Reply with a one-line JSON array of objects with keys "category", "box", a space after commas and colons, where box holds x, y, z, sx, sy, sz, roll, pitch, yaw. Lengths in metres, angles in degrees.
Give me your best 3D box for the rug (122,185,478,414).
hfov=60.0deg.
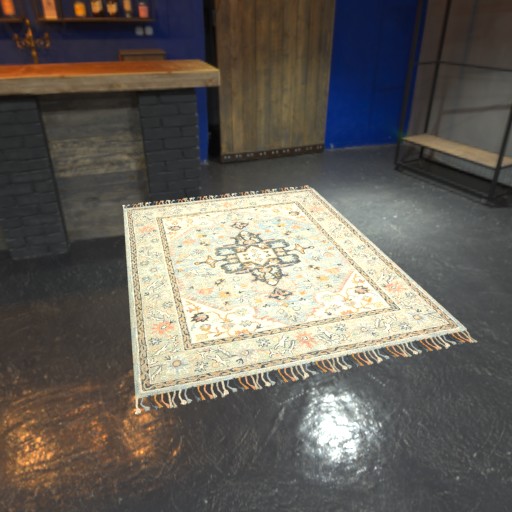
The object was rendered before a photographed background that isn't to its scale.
[{"category": "rug", "box": [0.000, 0.000, 2.255, 1.278, 0.009, 1.730, -8, 31, -14]}]
